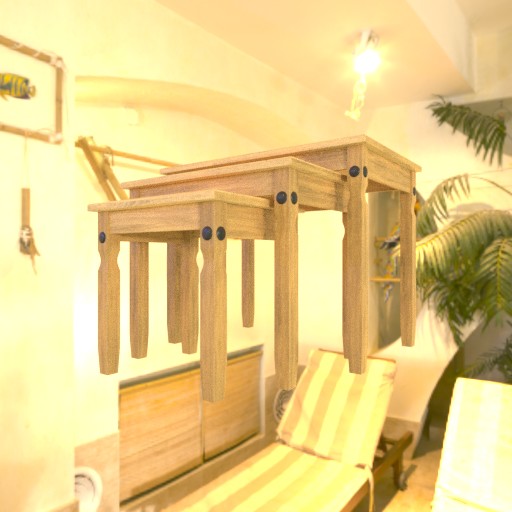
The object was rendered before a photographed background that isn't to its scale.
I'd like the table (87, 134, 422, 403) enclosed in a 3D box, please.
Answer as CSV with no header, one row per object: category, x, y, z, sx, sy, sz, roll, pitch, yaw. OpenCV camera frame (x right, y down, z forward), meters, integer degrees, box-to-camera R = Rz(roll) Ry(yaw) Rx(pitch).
table,0.000,0.000,1.201,0.660,0.535,0.773,0,0,36
